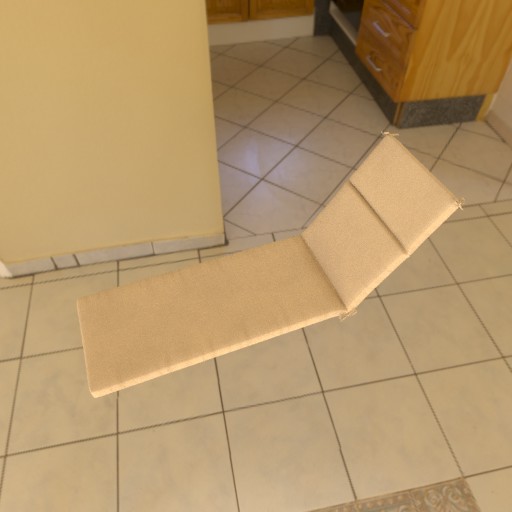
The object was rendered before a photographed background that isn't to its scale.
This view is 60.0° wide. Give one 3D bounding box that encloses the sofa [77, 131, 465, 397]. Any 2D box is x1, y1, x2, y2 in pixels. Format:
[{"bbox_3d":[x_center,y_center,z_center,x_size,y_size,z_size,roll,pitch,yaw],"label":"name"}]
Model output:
[{"bbox_3d":[0.000,0.000,1.986,1.663,0.622,0.582,-16,51,-14],"label":"sofa"}]
